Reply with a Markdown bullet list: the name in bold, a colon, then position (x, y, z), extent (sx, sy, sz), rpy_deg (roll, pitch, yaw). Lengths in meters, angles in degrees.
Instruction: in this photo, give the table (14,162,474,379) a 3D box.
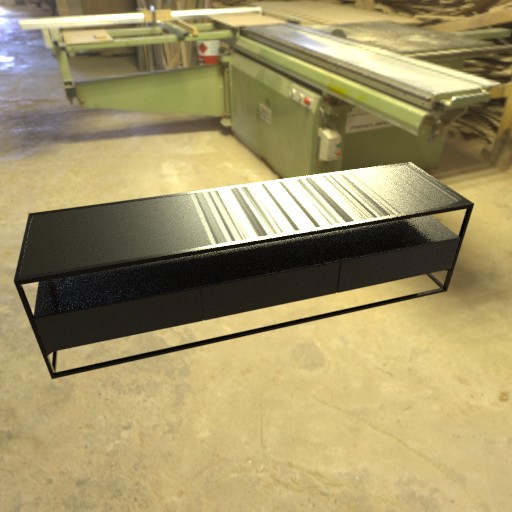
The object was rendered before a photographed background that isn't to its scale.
- **table**: position (0.000, 0.000, 1.638), extent (1.486, 0.395, 0.399), rpy_deg (-10, 36, -14)
